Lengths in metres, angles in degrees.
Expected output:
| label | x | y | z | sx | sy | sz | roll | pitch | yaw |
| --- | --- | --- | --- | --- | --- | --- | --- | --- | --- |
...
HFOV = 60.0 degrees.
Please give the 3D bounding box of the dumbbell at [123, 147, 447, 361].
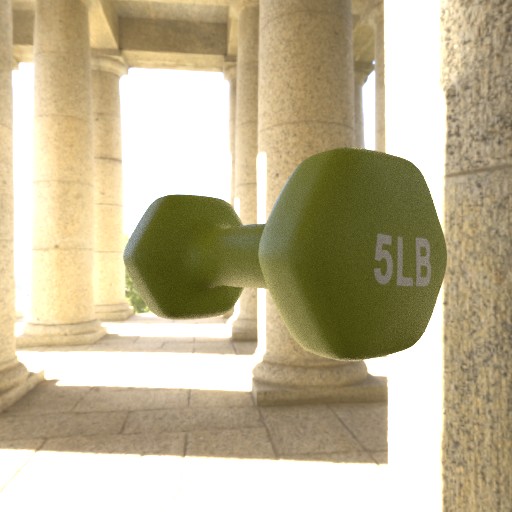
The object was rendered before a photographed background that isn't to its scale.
| label | x | y | z | sx | sy | sz | roll | pitch | yaw |
| --- | --- | --- | --- | --- | --- | --- | --- | --- | --- |
| dumbbell | 0.000 | 0.000 | 0.210 | 0.080 | 0.072 | 0.164 | 0 | -1 | -36 |
